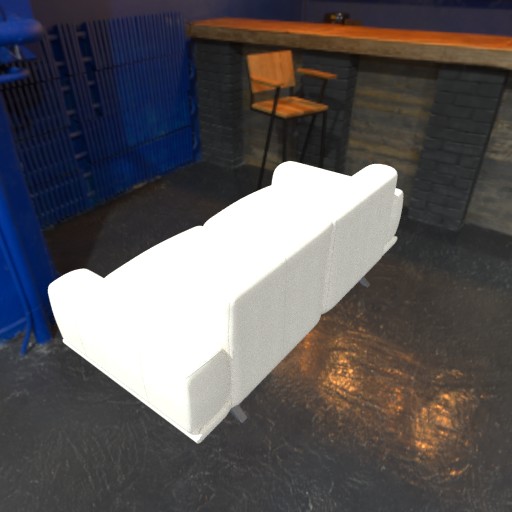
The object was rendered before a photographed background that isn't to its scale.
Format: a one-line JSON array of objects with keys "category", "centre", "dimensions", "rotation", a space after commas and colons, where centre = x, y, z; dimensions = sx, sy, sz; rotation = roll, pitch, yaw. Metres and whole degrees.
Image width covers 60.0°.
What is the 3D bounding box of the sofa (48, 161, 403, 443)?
[{"category": "sofa", "centre": [0.000, 0.000, 2.400], "dimensions": [0.900, 0.772, 1.901], "rotation": [23, 39, 31]}]
